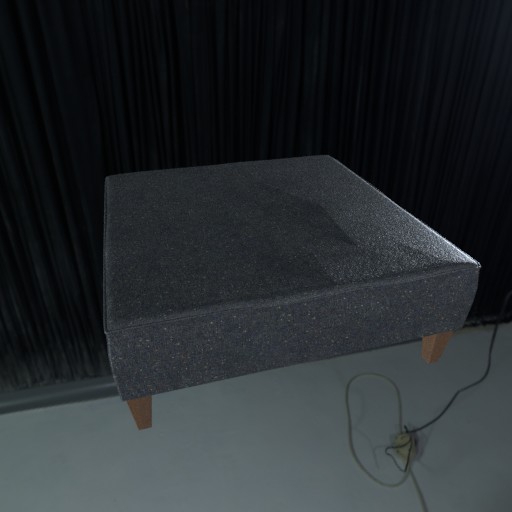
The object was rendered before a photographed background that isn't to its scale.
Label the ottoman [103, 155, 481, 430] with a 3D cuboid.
[{"bbox_3d":[0.000,0.000,1.549,0.968,0.382,1.004,-8,32,-14],"label":"ottoman"}]
